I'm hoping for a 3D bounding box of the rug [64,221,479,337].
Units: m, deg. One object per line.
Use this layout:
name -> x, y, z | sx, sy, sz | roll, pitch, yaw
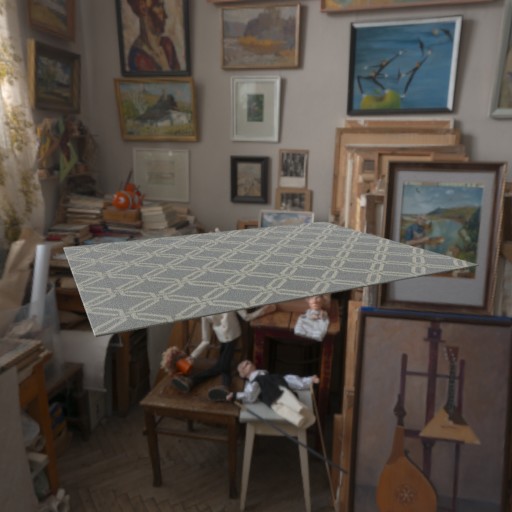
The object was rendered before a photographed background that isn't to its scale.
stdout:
rug -> 0.000, 0.000, 4.391 | 3.353, 0.013, 2.438 | -7, 17, -26
